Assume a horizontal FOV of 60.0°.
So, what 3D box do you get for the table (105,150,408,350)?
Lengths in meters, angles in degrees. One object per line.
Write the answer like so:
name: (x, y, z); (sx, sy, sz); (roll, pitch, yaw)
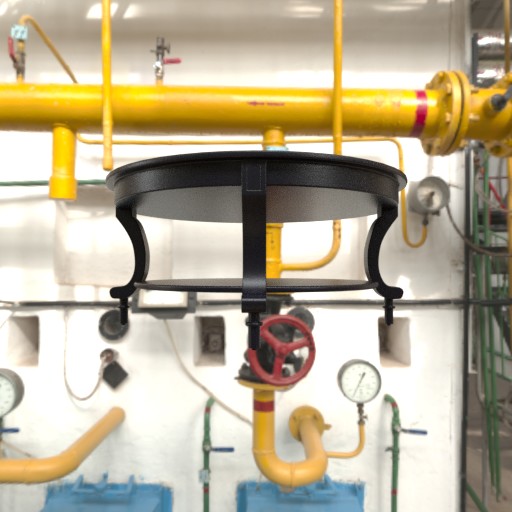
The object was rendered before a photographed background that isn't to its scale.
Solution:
table: (0.000, 0.000, 1.581); (1.029, 0.491, 1.029); (0, -1, 0)
